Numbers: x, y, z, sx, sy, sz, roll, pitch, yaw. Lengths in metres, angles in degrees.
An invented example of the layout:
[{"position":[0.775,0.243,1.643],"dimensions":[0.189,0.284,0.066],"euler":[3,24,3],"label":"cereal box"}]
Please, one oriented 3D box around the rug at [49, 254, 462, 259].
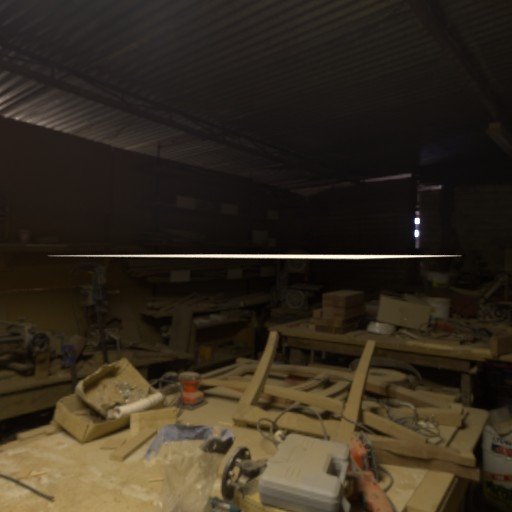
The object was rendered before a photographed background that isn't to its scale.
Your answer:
[{"position":[0.000,0.000,4.307],"dimensions":[3.197,0.006,2.438],"euler":[0,1,37],"label":"rug"}]
